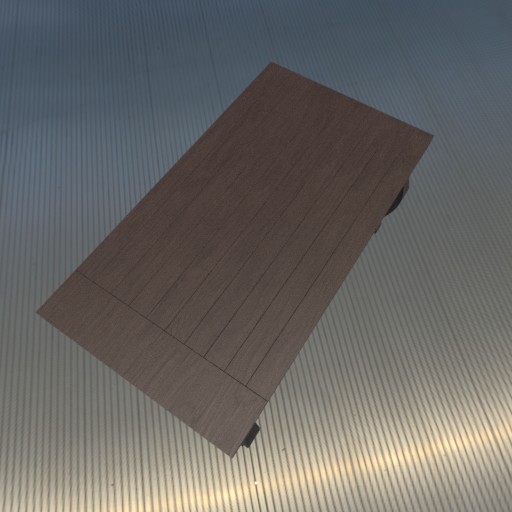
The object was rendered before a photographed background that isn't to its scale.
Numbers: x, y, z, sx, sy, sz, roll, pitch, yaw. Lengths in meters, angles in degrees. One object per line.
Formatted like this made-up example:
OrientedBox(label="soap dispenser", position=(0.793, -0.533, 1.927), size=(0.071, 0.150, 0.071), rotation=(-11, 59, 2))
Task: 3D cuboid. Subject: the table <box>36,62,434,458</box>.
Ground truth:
OrientedBox(label="table", position=(0.000, 0.000, 1.427), size=(0.600, 0.494, 1.062), rotation=(31, 67, 15))
